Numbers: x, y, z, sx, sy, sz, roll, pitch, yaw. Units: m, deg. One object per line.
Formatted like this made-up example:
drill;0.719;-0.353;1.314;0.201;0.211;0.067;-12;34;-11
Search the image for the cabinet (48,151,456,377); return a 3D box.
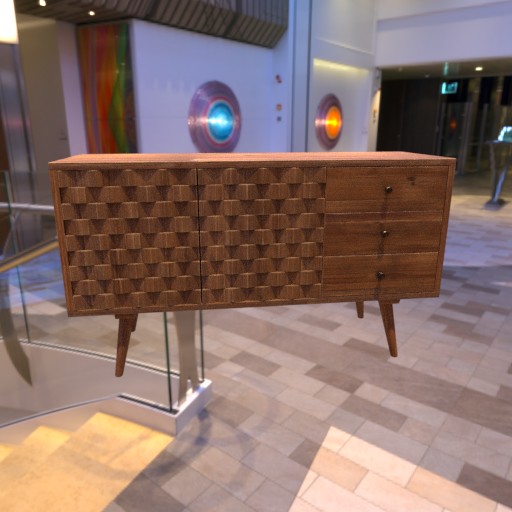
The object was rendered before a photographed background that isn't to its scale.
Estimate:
cabinet;0.000;0.000;1.821;1.400;0.800;0.472;-2;17;-7
